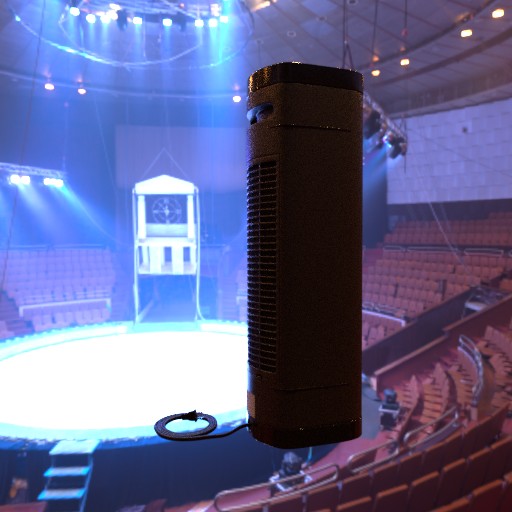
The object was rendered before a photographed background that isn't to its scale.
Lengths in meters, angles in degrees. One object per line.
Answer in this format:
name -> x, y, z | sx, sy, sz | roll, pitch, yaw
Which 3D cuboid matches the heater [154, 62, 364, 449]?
heater -> 0.000, 0.000, 0.702 | 0.312, 0.552, 0.174 | 0, 1, -18
